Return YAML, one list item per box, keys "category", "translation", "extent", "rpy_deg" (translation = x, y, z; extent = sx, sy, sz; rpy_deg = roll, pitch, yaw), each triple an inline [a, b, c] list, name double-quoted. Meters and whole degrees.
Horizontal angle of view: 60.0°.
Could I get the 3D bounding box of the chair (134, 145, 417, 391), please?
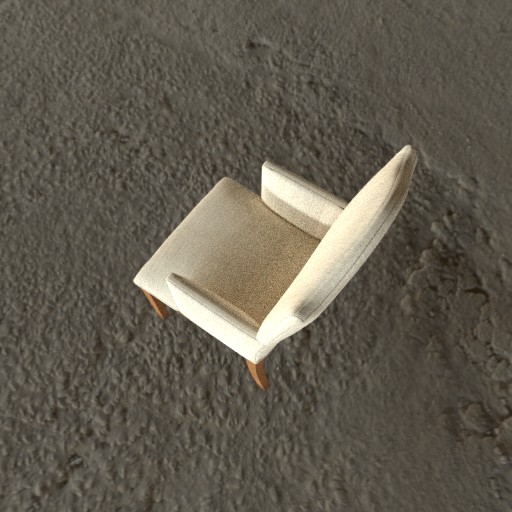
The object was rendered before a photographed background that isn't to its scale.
- category: "chair"
  translation: [0.000, 0.000, 1.383]
  extent: [0.641, 1.016, 0.533]
  rpy_deg: [31, 67, 15]
